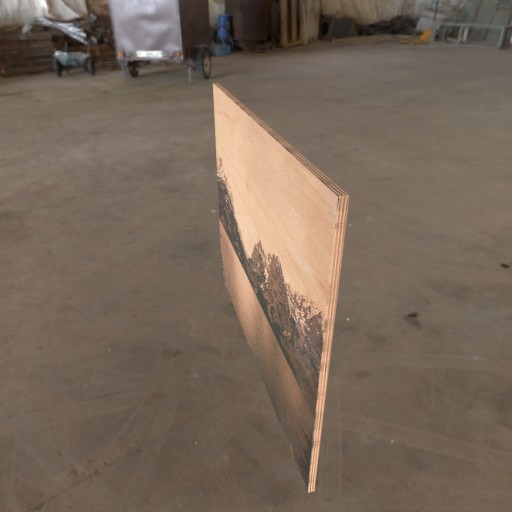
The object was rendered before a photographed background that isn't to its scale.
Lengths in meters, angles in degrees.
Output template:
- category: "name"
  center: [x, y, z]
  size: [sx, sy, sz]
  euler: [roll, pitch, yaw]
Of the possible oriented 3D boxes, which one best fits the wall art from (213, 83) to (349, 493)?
- category: "wall art"
  center: [0.000, 0.000, 0.668]
  size: [0.010, 0.408, 0.508]
  euler: [-8, 32, -14]
